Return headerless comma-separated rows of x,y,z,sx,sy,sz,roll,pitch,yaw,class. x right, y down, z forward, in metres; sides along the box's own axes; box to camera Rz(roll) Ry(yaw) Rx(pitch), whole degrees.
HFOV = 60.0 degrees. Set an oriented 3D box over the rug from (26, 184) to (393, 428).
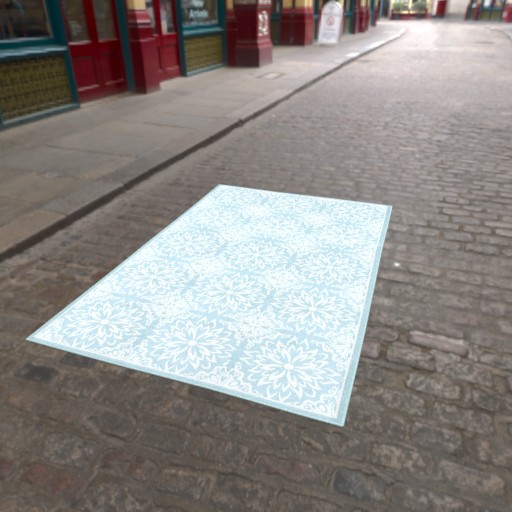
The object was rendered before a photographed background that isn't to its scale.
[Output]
0.000,0.000,2.274,1.219,0.012,1.840,10,30,17,rug
